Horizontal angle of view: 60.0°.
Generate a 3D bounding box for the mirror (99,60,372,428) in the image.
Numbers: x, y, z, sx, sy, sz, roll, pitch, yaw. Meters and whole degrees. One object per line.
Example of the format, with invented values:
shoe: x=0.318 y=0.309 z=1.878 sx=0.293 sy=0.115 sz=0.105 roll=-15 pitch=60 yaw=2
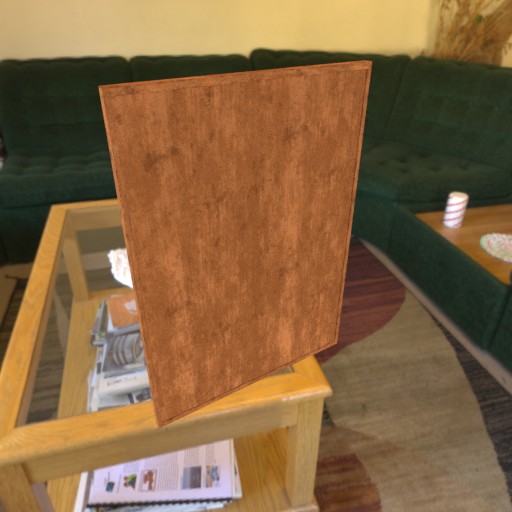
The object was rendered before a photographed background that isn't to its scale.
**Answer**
mirror: x=0.000 y=0.000 z=1.415 sx=0.796 sy=1.099 sz=0.028 roll=-18 pitch=35 yaw=-27
